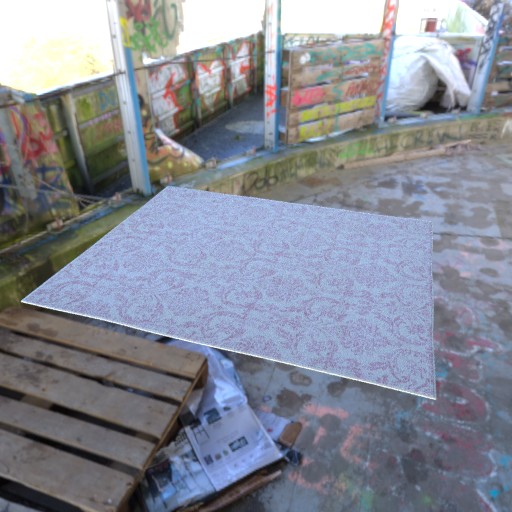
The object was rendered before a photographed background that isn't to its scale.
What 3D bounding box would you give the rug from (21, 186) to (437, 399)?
[{"bbox_3d":[0.000,0.000,3.921,2.980,0.012,2.363,10,33,15],"label":"rug"}]
